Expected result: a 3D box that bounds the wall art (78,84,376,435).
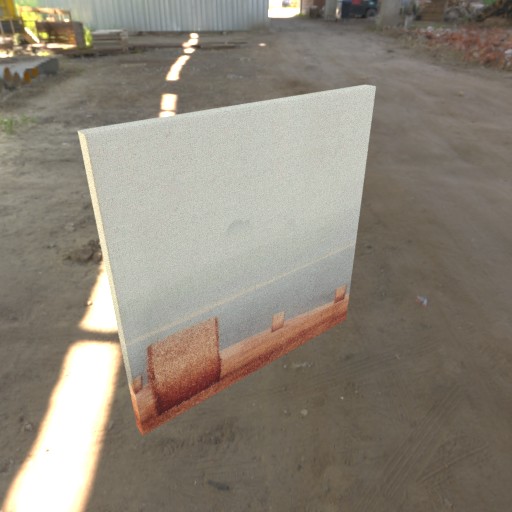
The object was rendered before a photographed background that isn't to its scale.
[{"bbox_3d":[0.000,0.000,0.612,0.405,0.405,0.023,-22,36,-32],"label":"wall art"}]
